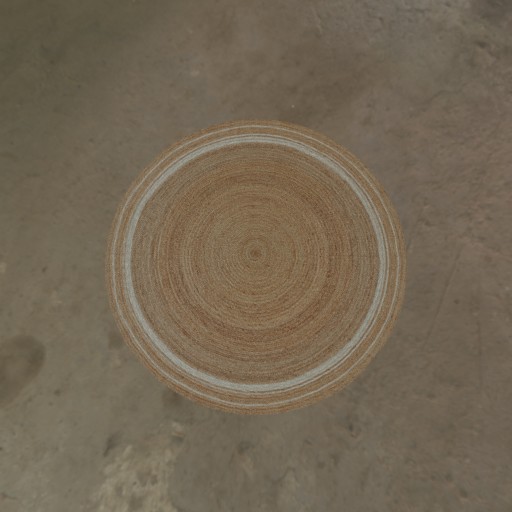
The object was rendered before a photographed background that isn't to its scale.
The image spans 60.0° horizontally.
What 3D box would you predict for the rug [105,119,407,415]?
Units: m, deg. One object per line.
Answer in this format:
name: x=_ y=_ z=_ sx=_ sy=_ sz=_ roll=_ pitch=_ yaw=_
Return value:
rug: x=0.000 y=0.000 z=3.601 sx=2.444 sy=0.015 sz=2.444 roll=0 pitch=77 yaw=0
